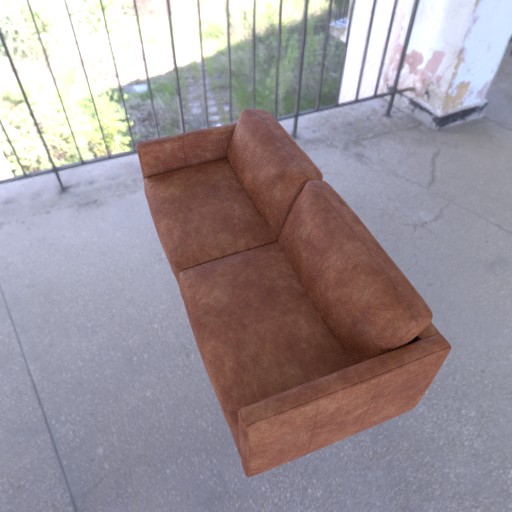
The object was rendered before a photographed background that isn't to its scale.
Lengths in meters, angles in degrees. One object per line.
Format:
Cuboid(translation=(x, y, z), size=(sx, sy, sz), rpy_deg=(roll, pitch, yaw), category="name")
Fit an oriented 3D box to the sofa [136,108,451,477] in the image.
Cuboid(translation=(0.000, 0.000, 2.436), size=(0.923, 0.863, 1.971), rpy_deg=(-16, 48, -15), category="sofa")
